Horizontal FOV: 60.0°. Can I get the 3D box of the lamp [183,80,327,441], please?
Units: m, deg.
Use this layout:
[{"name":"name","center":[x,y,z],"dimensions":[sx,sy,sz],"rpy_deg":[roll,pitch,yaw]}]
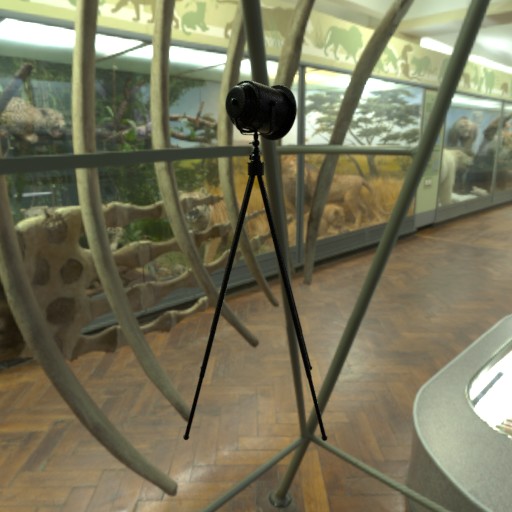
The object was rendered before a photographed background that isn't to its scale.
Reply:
[{"name":"lamp","center":[0.000,0.000,2.040],"dimensions":[0.884,1.504,0.879],"rpy_deg":[-14,20,-43]}]
